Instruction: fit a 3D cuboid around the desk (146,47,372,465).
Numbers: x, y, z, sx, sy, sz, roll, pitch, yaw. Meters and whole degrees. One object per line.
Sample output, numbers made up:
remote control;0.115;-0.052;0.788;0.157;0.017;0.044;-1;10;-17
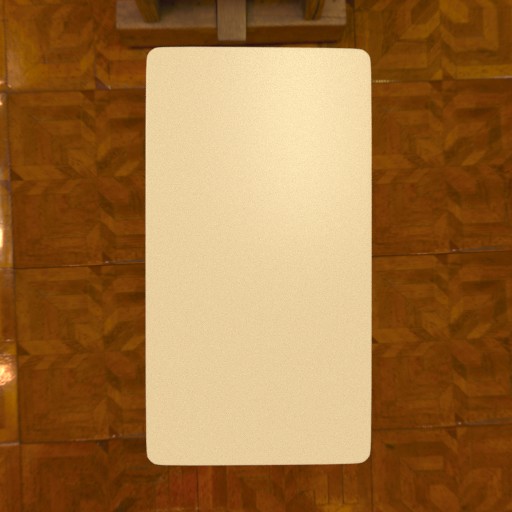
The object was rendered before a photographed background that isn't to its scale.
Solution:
desk;0.000;0.000;1.311;0.475;0.763;0.877;0;90;-1
